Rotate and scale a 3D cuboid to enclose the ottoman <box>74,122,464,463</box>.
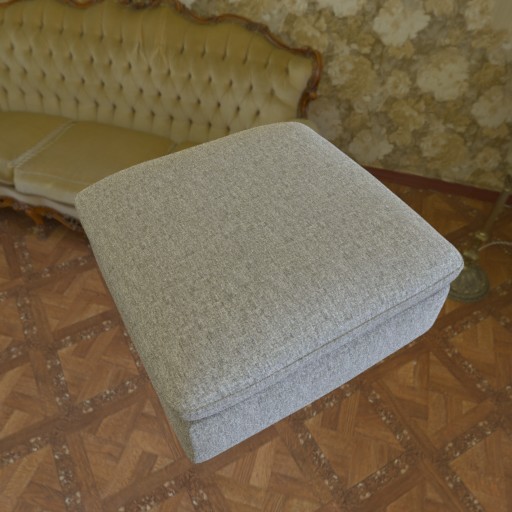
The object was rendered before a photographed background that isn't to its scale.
[{"bbox_3d":[0.000,0.000,1.650,1.039,0.526,1.035,-23,52,-20],"label":"ottoman"}]
